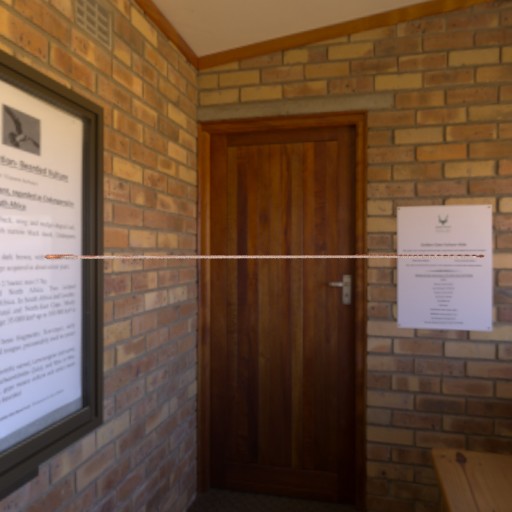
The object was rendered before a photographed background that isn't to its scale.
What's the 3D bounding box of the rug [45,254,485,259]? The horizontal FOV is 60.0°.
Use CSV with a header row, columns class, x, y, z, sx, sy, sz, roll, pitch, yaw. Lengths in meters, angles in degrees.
class,x,y,z,sx,sy,sz,roll,pitch,yaw
rug,0.000,0.000,2.534,2.092,0.017,1.232,0,0,-18
